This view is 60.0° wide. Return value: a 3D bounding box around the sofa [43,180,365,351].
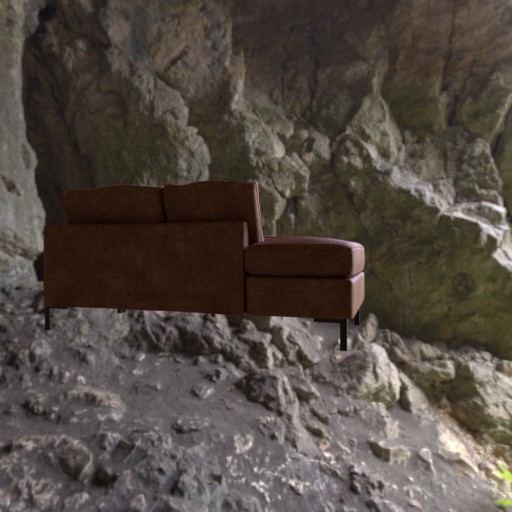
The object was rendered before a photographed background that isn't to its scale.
[{"bbox_3d":[0.000,0.000,3.879,1.939,0.900,2.956,0,1,17],"label":"sofa"}]
